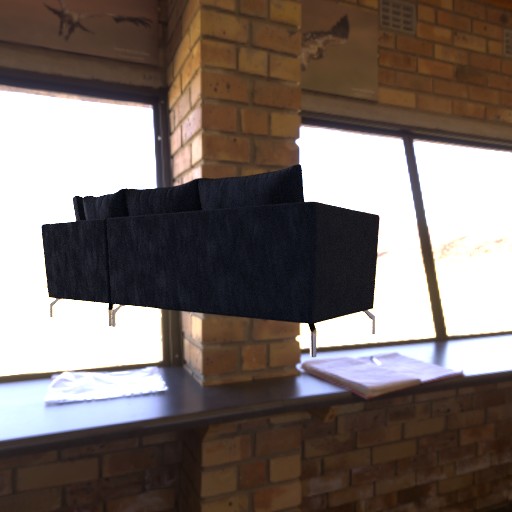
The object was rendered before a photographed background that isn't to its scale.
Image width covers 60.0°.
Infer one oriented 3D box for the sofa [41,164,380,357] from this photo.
[{"bbox_3d":[0.000,0.000,3.801,2.472,0.988,2.463,0,0,36],"label":"sofa"}]
